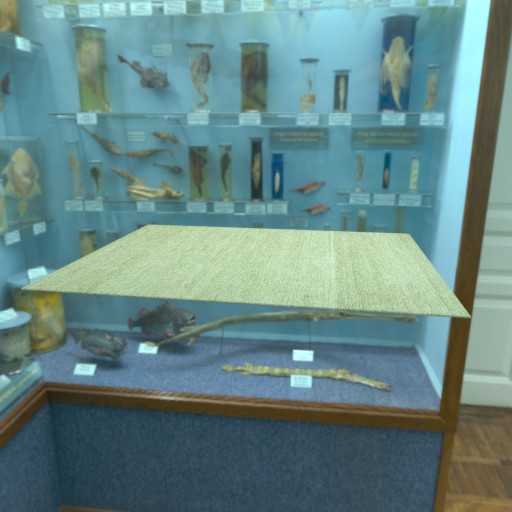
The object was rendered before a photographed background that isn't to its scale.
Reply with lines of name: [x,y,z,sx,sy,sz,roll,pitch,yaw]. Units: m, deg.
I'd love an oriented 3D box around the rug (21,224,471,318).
rug: [0.000,0.000,4.241,3.198,0.016,2.425,3,16,9]
